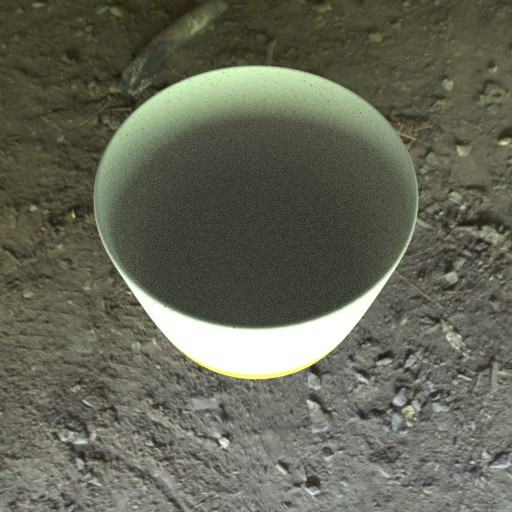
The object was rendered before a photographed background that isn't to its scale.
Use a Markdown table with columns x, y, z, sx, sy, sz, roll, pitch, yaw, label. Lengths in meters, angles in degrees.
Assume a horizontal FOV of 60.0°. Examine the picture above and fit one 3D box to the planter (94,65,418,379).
| x | y | z | sx | sy | sz | roll | pitch | yaw | label |
| --- | --- | --- | --- | --- | --- | --- | --- | --- | --- |
| 0.000 | 0.000 | 0.363 | 0.195 | 0.214 | 0.195 | 0 | 63 | 0 | planter |
